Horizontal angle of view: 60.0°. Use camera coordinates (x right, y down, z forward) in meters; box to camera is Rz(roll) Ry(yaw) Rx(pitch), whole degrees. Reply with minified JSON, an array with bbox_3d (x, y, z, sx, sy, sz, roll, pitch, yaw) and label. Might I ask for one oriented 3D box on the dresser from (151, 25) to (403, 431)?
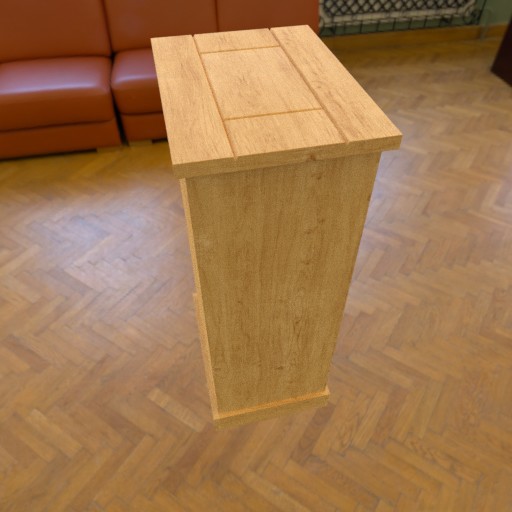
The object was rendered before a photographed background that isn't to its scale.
[{"bbox_3d":[0.000,0.000,1.276,0.390,1.041,0.531,-9,47,-9],"label":"dresser"}]
